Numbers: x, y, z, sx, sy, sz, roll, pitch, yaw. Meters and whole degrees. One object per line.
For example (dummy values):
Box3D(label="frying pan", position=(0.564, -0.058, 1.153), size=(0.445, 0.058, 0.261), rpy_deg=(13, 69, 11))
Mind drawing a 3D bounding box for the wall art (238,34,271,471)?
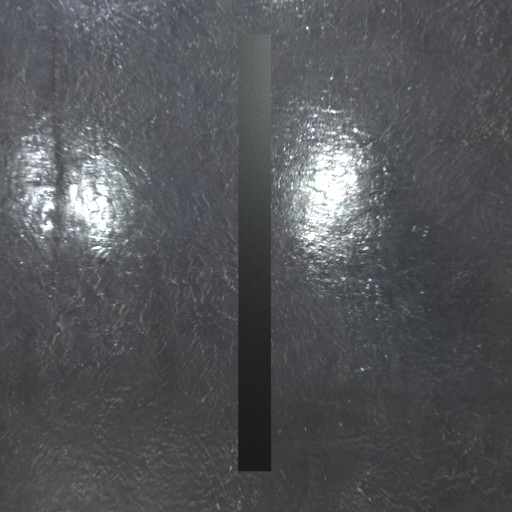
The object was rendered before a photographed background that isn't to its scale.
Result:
Box3D(label="wall art", position=(0.000, 0.000, 0.766), size=(0.038, 0.506, 0.506), rpy_deg=(0, 88, 0))
